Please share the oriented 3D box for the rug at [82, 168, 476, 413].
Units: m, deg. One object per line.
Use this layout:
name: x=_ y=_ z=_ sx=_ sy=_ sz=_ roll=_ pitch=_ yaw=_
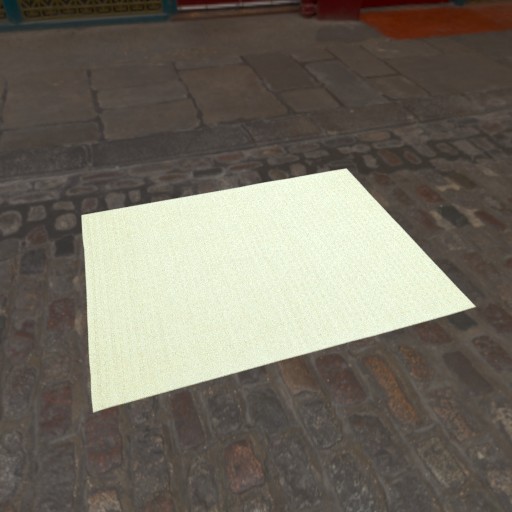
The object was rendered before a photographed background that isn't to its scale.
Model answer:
rug: x=0.000 y=0.000 z=4.332 sx=3.204 sy=0.016 sz=2.452 roll=-12 pitch=43 yaw=-13
